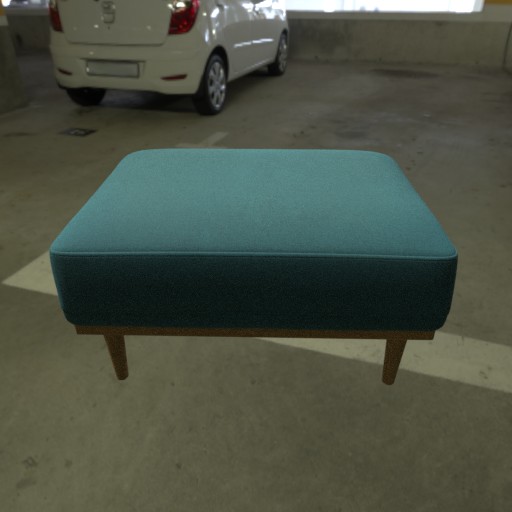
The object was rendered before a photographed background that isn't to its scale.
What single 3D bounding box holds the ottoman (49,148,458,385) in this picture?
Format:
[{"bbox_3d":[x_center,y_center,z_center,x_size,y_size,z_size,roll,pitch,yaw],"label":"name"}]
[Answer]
[{"bbox_3d":[0.000,0.000,1.073,0.749,0.428,0.549,1,31,1],"label":"ottoman"}]
